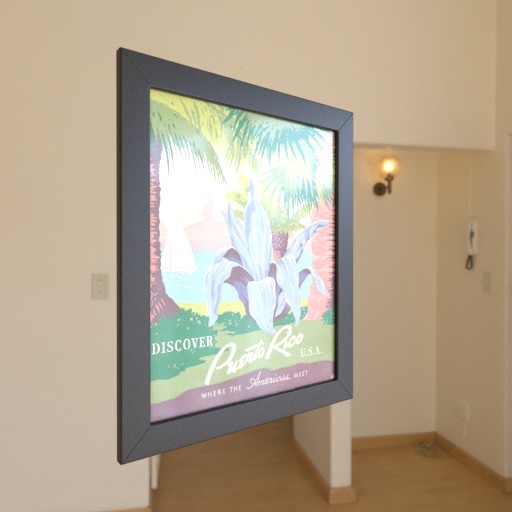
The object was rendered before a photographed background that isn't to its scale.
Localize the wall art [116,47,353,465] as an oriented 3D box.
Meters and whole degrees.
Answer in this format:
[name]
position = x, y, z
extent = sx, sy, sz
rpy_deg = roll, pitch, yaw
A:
[wall art]
position = 0.000, 0.000, 0.765
extent = 0.481, 0.582, 0.018
rpy_deg = 0, 0, -37
